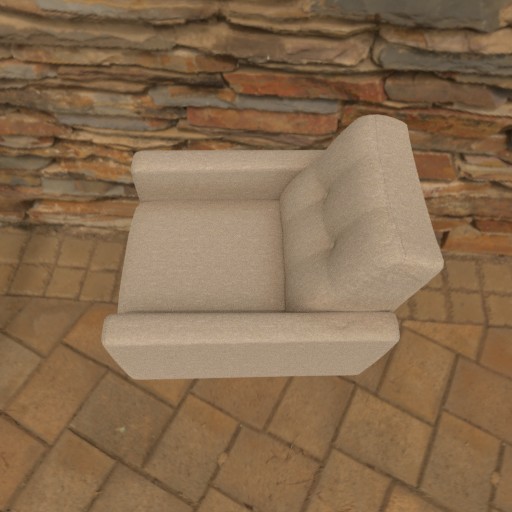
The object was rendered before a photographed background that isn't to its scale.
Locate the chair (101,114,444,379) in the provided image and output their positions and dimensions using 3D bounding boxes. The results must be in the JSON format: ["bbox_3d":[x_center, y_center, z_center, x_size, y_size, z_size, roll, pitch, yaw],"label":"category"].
[{"bbox_3d":[0.000,0.000,1.859,1.128,0.965,0.897,-1,59,0],"label":"chair"}]
